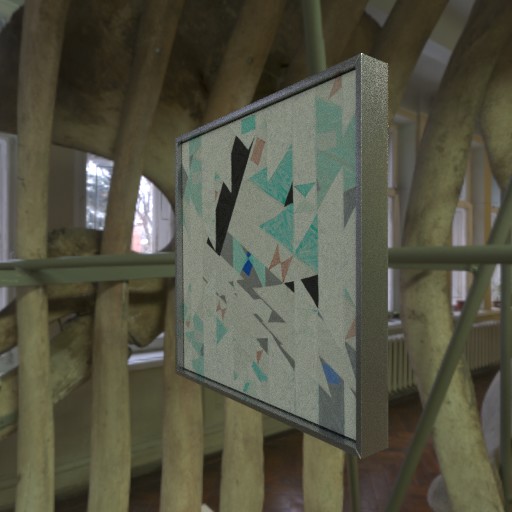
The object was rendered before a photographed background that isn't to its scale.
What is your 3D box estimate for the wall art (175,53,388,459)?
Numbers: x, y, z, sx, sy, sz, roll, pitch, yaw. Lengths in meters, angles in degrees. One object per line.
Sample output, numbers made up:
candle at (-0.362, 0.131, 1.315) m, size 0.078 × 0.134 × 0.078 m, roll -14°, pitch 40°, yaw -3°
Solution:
wall art at (0.000, 0.000, 0.532) m, size 0.038 × 0.350 × 0.350 m, roll 0°, pitch 0°, yaw -37°
